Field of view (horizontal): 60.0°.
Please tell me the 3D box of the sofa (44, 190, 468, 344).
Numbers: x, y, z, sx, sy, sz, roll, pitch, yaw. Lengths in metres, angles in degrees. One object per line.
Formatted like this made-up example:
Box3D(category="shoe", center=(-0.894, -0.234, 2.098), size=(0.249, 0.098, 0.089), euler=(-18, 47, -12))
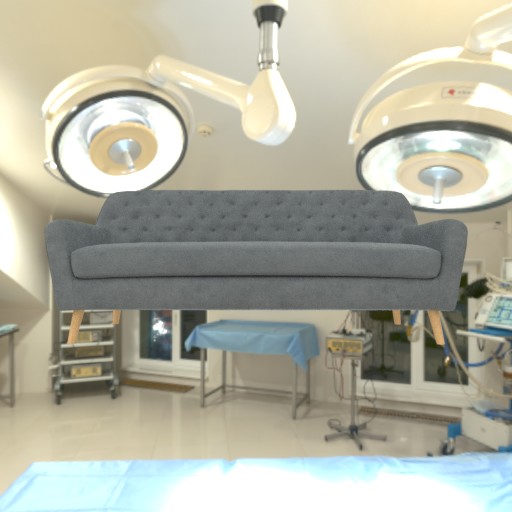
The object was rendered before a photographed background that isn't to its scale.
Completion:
Box3D(category="sofa", center=(0.000, 0.000, 2.415), size=(1.975, 0.832, 0.841), euler=(0, -1, 0))
